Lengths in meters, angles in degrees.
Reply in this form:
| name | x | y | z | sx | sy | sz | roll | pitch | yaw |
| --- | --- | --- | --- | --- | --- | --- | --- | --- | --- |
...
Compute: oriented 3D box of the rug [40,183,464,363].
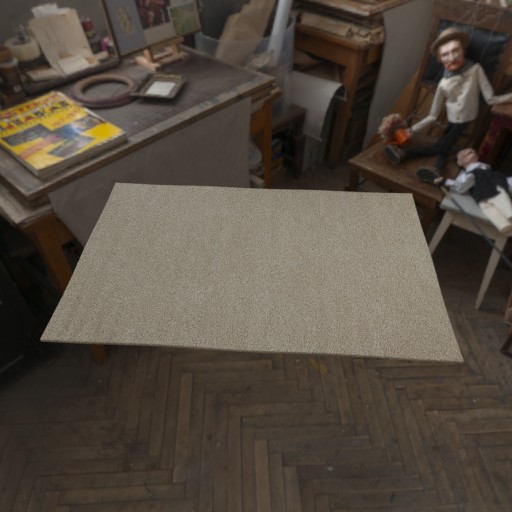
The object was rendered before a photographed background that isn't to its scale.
| name | x | y | z | sx | sy | sz | roll | pitch | yaw |
| --- | --- | --- | --- | --- | --- | --- | --- | --- | --- |
| rug | 0.000 | 0.000 | 2.982 | 2.346 | 0.025 | 1.500 | 2 | 45 | 2 |
